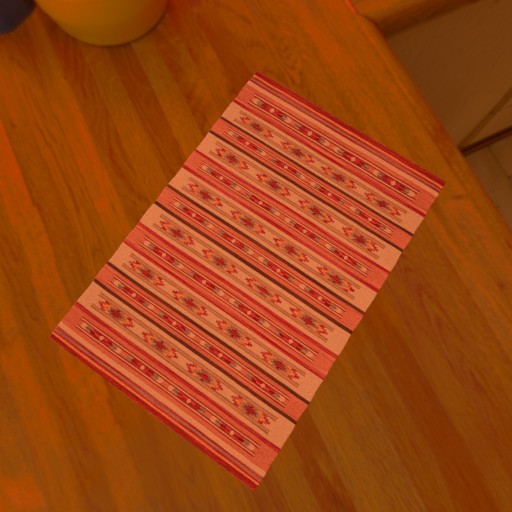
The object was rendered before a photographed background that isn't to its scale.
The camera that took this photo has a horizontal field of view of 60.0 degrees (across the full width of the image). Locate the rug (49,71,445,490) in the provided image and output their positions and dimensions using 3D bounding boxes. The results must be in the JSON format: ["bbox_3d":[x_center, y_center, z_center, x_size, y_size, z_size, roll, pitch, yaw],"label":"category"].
[{"bbox_3d":[0.000,0.000,2.268,1.223,0.008,1.817,33,78,8],"label":"rug"}]
